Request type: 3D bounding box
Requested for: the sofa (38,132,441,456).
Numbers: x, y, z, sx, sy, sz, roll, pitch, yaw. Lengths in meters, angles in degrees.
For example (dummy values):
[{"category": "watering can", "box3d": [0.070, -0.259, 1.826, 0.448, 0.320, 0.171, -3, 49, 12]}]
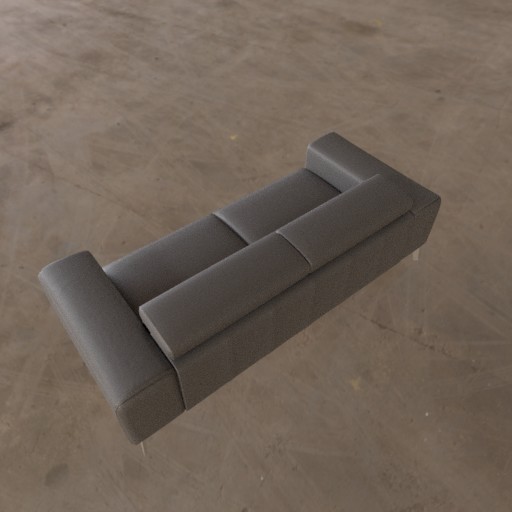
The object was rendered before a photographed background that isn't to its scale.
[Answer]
[{"category": "sofa", "box3d": [0.000, 0.000, 2.799, 2.321, 0.759, 1.023, -30, 54, -25]}]
